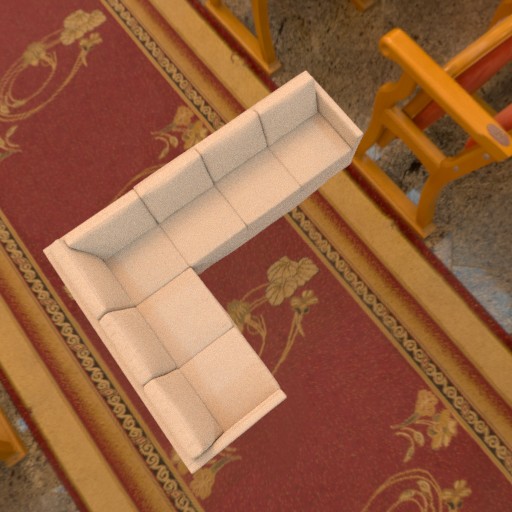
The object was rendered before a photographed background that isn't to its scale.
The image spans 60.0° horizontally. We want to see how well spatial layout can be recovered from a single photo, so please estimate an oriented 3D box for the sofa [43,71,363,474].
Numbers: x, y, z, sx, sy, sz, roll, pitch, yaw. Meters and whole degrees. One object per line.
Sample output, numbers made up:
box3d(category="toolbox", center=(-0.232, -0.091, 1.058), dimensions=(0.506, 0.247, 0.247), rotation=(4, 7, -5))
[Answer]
box3d(category="sofa", center=(0.000, 0.000, 4.359), dimensions=(3.182, 0.871, 2.432), rotation=(-37, 79, -9))
